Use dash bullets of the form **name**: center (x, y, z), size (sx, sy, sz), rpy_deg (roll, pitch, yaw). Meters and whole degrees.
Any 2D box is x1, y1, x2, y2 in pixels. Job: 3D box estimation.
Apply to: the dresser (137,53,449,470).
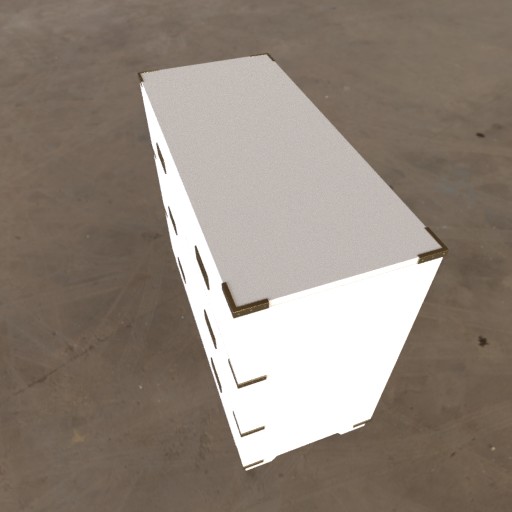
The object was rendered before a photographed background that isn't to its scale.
- **dresser**: center (0.000, 0.000, 1.494), size (0.460, 0.891, 1.022), rpy_deg (-15, 48, -13)
